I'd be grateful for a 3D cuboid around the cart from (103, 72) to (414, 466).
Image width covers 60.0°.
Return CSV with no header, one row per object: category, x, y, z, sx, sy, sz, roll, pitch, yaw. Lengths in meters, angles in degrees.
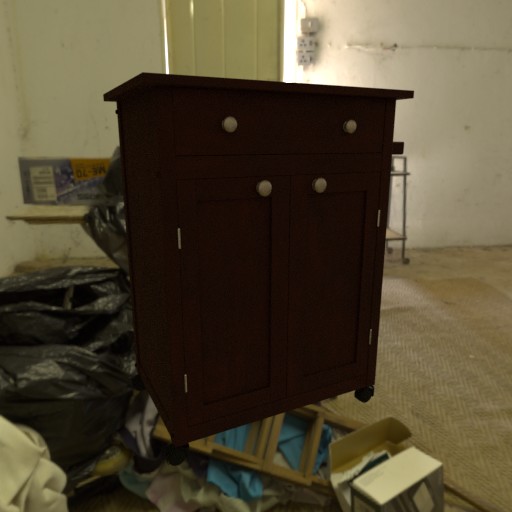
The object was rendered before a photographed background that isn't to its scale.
cart,0.000,0.000,1.243,0.683,0.864,0.442,-7,16,-26
